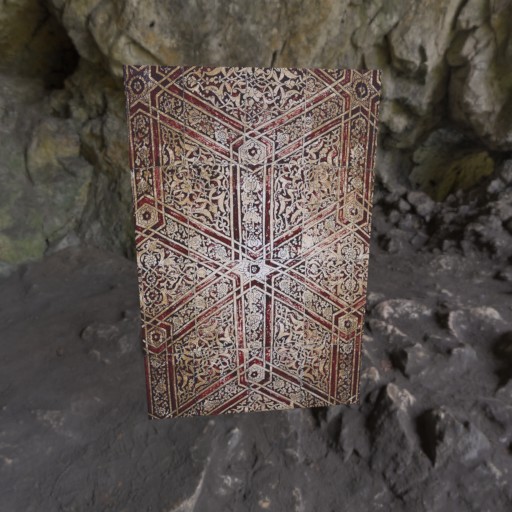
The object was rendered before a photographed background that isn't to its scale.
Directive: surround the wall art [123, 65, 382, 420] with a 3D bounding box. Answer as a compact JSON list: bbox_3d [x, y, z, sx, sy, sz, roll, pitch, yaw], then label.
[{"bbox_3d":[0.000,0.000,0.762,0.397,0.599,0.020,-2,15,-7],"label":"wall art"}]
